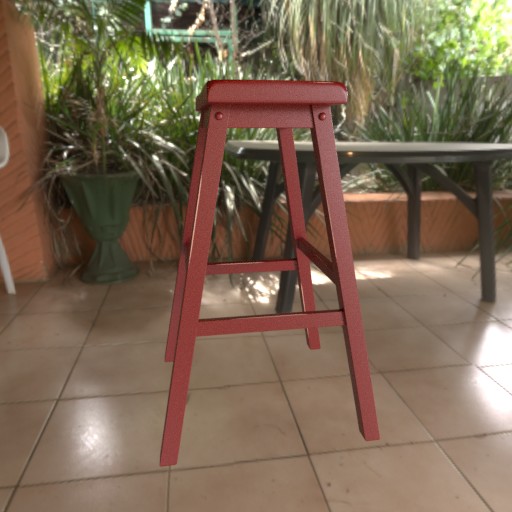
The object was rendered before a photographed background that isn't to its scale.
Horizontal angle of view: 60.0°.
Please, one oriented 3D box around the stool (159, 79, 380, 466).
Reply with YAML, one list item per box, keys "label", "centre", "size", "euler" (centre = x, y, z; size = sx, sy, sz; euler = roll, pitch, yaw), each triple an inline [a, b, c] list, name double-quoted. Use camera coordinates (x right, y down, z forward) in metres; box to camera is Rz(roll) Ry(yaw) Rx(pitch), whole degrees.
- label: "stool"
  centre: [0.000, 0.000, 1.051]
  size: [0.476, 0.737, 0.457]
  euler: [-3, 16, -9]
